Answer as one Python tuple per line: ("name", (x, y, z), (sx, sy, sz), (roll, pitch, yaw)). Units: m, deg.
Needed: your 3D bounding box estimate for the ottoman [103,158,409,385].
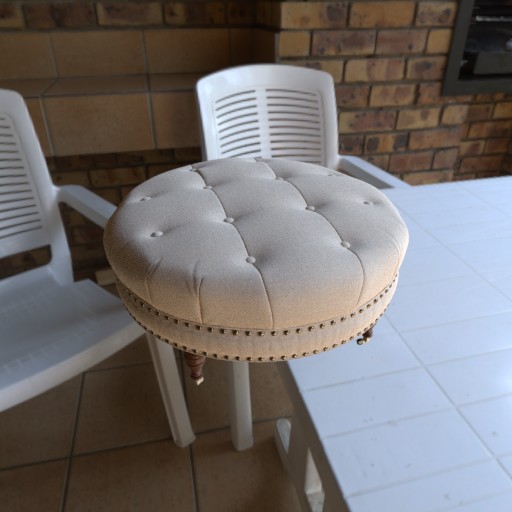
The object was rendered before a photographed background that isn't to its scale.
("ottoman", (0.000, 0.000, 1.490), (0.940, 0.483, 0.940), (0, 30, 0))
